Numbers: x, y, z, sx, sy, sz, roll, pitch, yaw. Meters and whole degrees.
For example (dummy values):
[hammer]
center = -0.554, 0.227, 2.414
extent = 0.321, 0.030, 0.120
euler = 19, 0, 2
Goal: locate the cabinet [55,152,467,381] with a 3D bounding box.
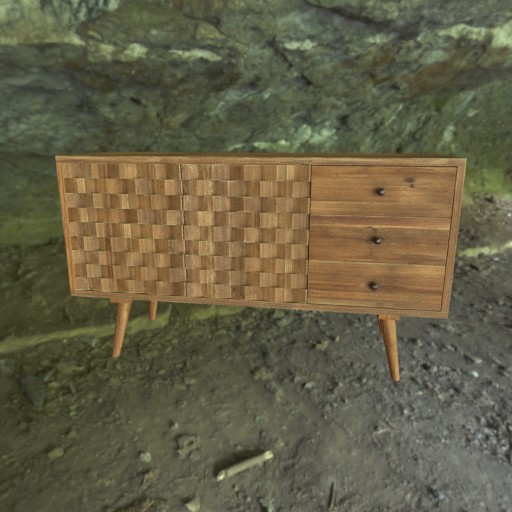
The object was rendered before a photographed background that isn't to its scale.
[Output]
[cabinet]
center = 0.000, 0.000, 1.795
extent = 1.400, 0.800, 0.472
euler = 2, 15, 9
